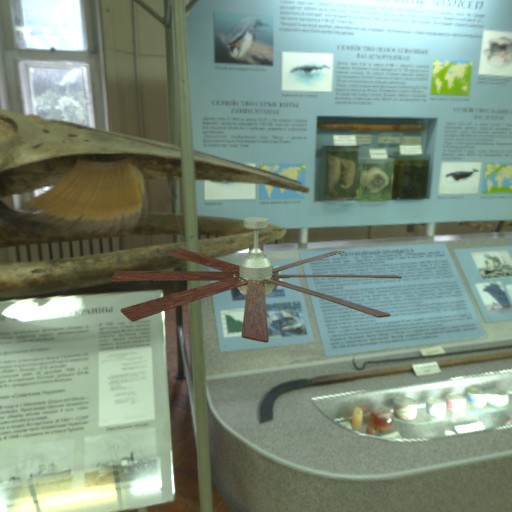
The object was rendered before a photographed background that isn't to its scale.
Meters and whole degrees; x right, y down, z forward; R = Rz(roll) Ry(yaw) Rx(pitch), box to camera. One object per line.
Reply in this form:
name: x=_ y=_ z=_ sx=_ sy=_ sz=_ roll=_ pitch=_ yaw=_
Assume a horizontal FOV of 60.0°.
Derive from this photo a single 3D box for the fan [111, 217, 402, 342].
fan: x=0.000 y=0.000 z=2.800 sx=1.830 sy=0.472 sz=1.830 roll=-14 pitch=20 yaw=-43
